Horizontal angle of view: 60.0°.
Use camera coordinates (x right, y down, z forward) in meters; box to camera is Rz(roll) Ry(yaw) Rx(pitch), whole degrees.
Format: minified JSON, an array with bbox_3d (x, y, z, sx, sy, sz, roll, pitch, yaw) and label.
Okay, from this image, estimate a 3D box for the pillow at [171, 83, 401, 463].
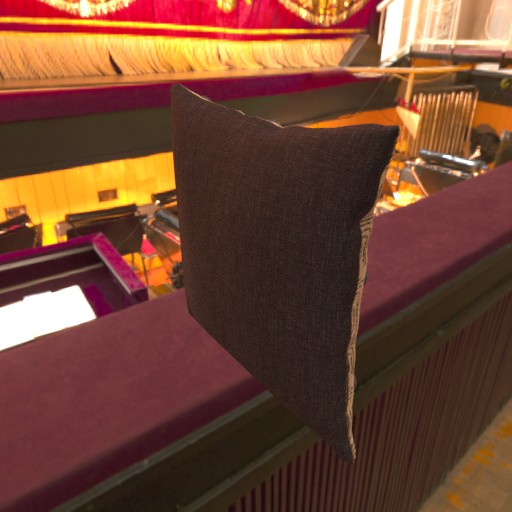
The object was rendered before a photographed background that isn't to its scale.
[{"bbox_3d":[0.000,0.000,0.751,0.145,0.510,0.510,-19,32,-32],"label":"pillow"}]
